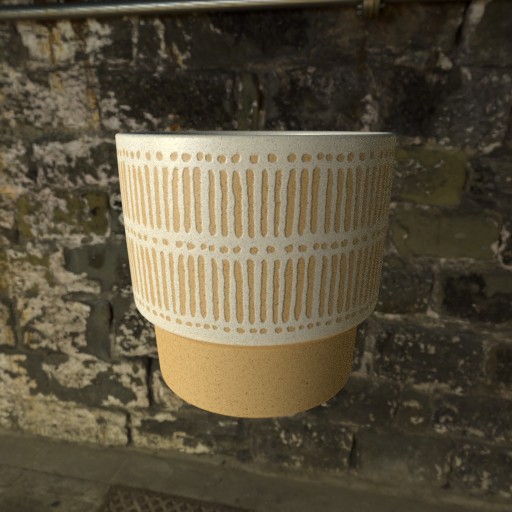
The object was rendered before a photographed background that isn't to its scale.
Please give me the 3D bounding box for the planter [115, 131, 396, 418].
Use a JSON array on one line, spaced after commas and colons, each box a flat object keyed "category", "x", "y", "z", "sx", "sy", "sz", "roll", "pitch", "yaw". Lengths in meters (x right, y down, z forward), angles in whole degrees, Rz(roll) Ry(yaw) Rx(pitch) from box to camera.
[{"category": "planter", "x": 0.000, "y": 0.000, "z": 0.564, "sx": 0.317, "sy": 0.303, "sz": 0.317, "roll": 0, "pitch": 16, "yaw": 0}]
